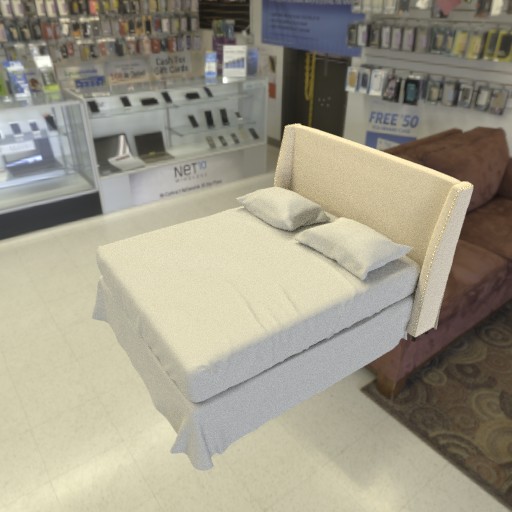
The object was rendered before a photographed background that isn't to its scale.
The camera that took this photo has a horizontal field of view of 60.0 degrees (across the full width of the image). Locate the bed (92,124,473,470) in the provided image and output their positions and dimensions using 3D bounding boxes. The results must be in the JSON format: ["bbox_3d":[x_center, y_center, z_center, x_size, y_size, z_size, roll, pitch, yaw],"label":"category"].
[{"bbox_3d":[0.000,0.000,3.423,2.276,1.332,1.925,-20,36,-29],"label":"bed"}]
